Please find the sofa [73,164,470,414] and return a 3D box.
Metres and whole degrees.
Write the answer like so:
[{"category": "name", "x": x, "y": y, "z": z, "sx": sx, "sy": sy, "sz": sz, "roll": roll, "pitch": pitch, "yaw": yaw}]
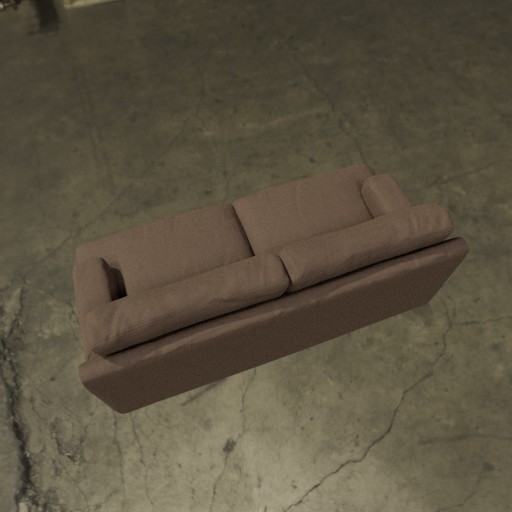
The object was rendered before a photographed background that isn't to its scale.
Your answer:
[{"category": "sofa", "x": 0.000, "y": 0.000, "z": 2.881, "sx": 2.274, "sy": 0.950, "sz": 1.140, "roll": -18, "pitch": 60, "yaw": -10}]
